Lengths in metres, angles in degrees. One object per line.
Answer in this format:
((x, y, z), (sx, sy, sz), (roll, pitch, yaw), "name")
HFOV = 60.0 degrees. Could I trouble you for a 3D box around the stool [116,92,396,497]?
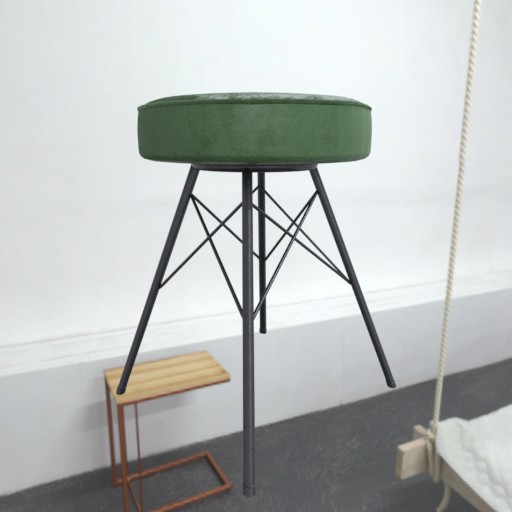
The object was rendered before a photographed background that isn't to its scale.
((0.000, 0.000, 0.895), (0.457, 0.595, 0.430), (-14, 20, -43), "stool")
